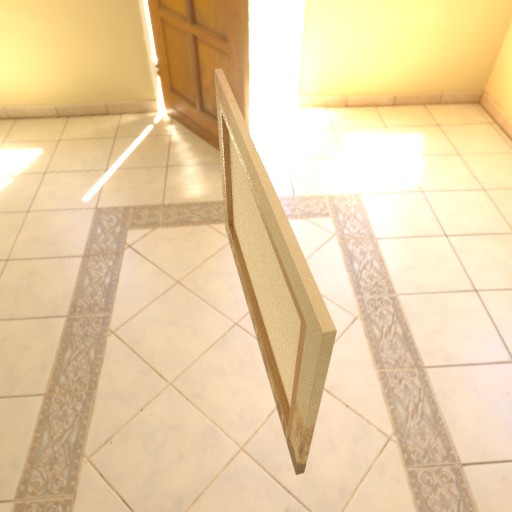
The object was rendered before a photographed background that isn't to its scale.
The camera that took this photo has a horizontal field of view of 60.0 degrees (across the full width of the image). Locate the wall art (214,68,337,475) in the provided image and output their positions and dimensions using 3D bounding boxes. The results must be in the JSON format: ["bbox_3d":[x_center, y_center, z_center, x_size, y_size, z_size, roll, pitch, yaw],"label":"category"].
[{"bbox_3d":[0.000,0.000,1.945,0.038,1.012,1.525,-10,47,-9],"label":"wall art"}]
